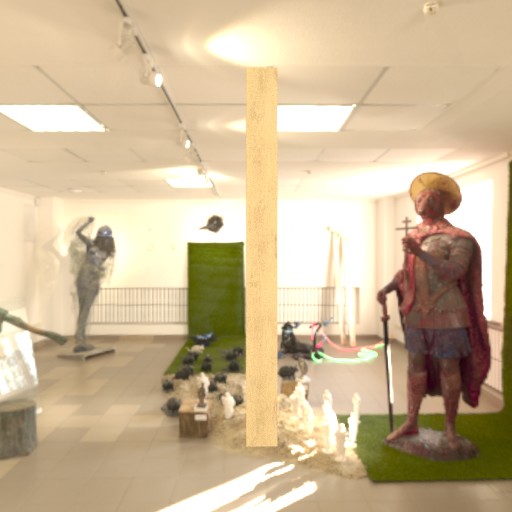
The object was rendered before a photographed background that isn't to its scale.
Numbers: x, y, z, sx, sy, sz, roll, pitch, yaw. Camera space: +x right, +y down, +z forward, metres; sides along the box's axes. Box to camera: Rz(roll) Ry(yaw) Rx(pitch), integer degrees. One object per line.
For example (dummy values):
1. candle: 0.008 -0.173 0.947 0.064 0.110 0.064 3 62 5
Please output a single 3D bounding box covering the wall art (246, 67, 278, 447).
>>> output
1. wall art: 0.000 0.000 0.710 0.032 0.380 0.532 0 0 -1
